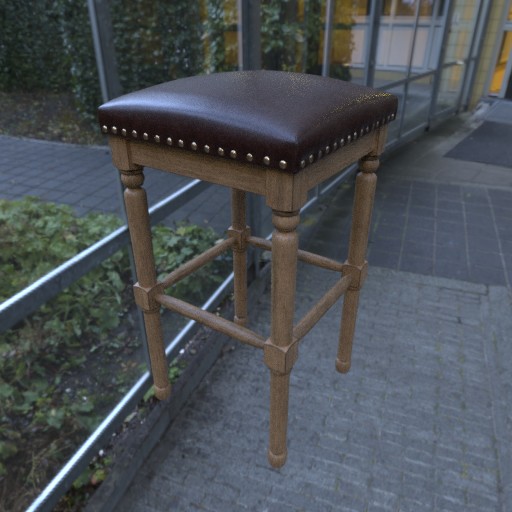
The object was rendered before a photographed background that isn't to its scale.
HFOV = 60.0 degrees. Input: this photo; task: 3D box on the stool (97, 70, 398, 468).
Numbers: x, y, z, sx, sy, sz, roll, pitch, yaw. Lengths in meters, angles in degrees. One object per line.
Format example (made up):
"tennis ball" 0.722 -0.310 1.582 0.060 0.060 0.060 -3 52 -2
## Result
"stool" 0.000 0.000 0.912 0.383 0.702 0.382 18 34 29
